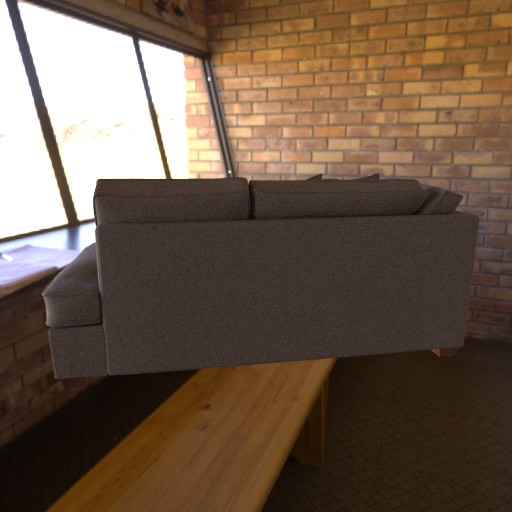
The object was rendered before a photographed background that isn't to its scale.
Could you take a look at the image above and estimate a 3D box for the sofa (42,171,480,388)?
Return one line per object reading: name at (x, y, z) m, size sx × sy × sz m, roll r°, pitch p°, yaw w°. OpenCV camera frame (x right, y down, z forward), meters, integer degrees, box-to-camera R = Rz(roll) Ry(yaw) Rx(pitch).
sofa at (0.000, 0.000, 2.752) m, size 2.237 × 1.033 × 1.110 m, roll -2°, pitch 15°, yaw -9°
